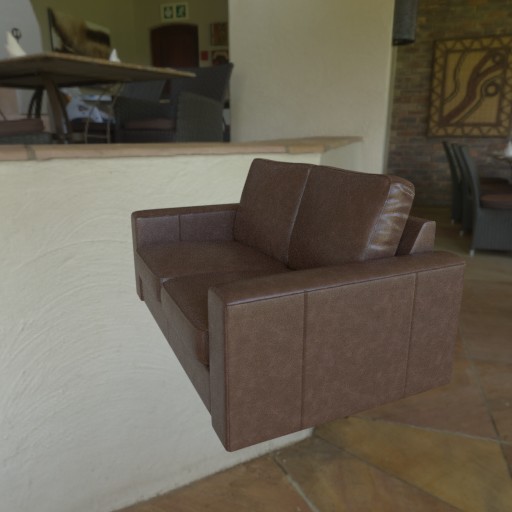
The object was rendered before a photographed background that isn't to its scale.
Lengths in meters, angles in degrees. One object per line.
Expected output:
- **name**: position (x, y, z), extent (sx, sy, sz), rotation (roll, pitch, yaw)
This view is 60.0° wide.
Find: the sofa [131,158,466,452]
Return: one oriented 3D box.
- **sofa**: position (0.000, 0.000, 2.198), extent (1.016, 0.873, 1.616), rotation (-7, 17, -24)
